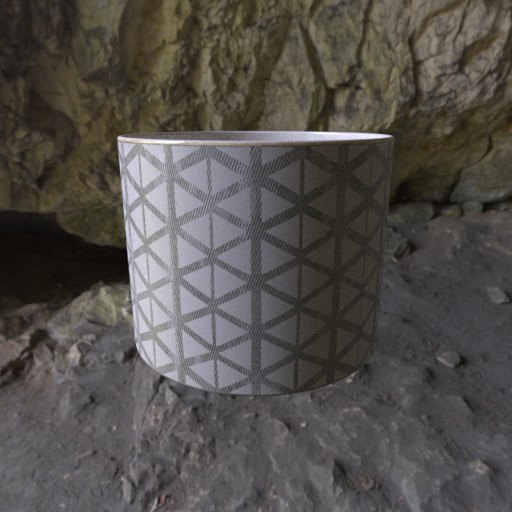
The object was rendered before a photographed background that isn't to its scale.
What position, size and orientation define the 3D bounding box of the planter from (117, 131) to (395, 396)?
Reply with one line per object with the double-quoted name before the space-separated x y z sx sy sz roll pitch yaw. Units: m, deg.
"planter" 0.000 0.000 0.343 0.190 0.181 0.190 0 17 0
